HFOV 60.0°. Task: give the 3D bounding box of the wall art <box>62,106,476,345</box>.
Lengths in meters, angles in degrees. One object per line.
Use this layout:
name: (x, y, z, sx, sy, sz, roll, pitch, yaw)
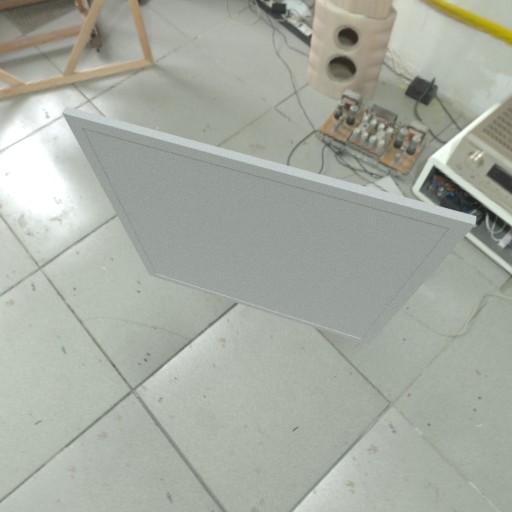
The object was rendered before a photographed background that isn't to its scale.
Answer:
wall art: (0.000, 0.000, 0.974, 0.660, 0.660, 0.015, 17, 65, 8)
